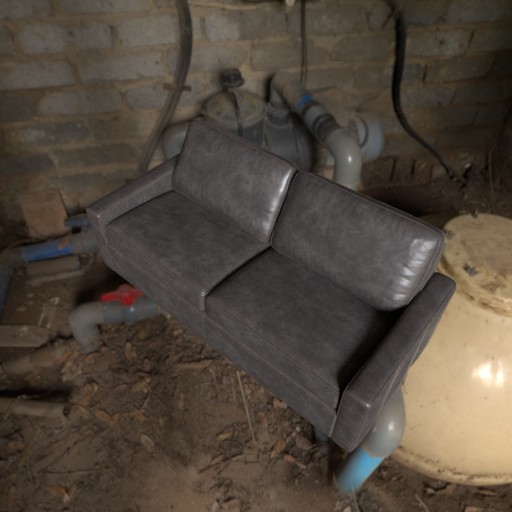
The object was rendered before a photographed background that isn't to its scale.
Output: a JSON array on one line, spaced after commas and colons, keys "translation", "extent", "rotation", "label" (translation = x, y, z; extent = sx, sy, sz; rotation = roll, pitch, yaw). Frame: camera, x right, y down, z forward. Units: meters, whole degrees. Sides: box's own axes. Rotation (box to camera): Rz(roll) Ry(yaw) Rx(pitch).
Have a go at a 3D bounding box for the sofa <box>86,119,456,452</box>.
[{"translation": [0.000, 0.000, 2.664], "extent": [2.081, 0.916, 0.939], "rotation": [31, 54, 27], "label": "sofa"}]
